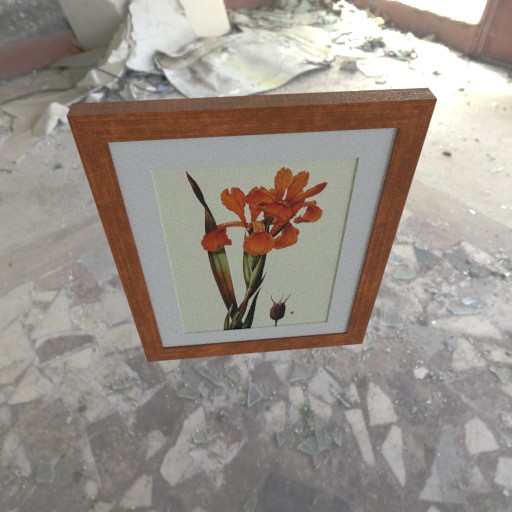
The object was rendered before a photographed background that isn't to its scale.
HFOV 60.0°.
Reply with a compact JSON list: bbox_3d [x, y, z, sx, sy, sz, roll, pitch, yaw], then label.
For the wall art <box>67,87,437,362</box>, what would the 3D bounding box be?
[{"bbox_3d":[0.000,0.000,0.770,0.467,0.567,0.033,-4,46,-4],"label":"wall art"}]
